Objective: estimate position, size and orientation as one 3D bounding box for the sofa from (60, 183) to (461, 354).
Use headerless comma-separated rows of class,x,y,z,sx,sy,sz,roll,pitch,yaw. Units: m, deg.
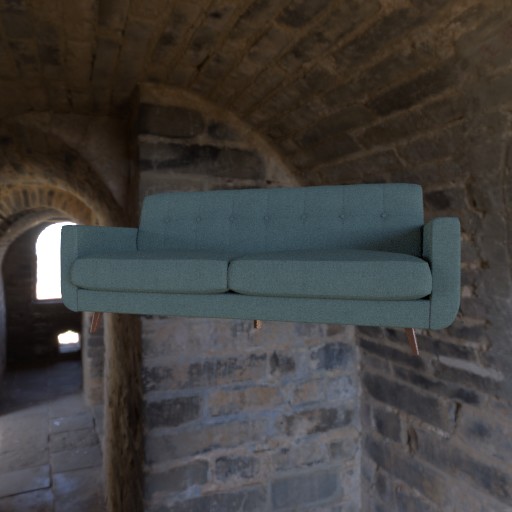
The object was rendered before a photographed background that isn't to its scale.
sofa,0.000,0.000,2.512,2.029,0.841,0.909,0,1,18
